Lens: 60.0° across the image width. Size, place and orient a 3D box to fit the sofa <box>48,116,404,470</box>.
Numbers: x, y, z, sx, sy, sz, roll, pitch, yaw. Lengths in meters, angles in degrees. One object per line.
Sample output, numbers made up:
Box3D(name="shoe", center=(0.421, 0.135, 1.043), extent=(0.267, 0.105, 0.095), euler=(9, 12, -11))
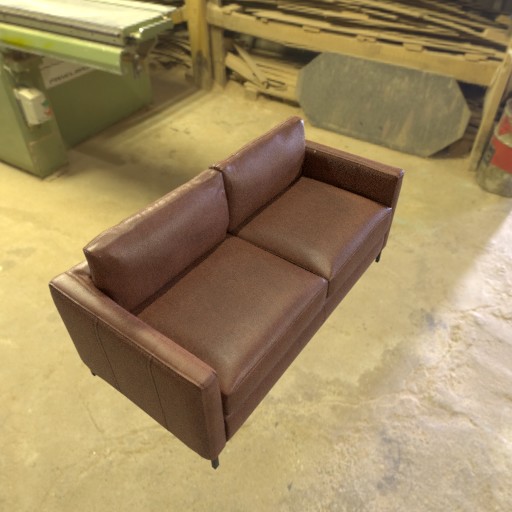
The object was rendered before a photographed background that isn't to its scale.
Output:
Box3D(name="sofa", center=(0.000, 0.000, 2.329), extent=(0.899, 0.883, 1.797), euler=(25, 47, 26))
